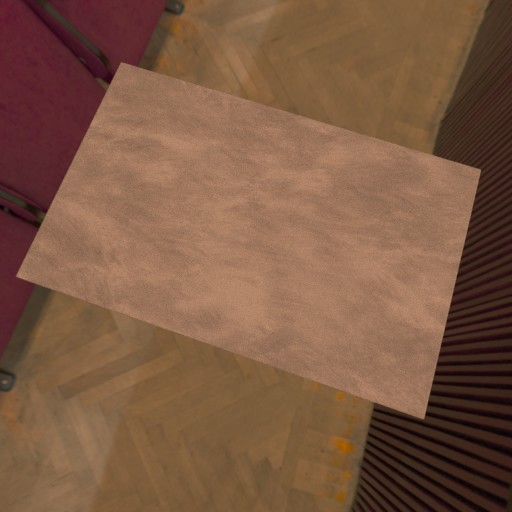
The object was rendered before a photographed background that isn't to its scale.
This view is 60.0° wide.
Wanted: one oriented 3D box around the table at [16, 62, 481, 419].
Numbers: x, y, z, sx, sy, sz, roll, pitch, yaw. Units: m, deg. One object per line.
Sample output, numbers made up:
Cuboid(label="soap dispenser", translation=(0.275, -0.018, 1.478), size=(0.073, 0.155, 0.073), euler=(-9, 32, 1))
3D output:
Cuboid(label="table", translation=(0.000, 0.000, 1.561), size=(1.100, 0.734, 0.700), euler=(18, 76, 5))
